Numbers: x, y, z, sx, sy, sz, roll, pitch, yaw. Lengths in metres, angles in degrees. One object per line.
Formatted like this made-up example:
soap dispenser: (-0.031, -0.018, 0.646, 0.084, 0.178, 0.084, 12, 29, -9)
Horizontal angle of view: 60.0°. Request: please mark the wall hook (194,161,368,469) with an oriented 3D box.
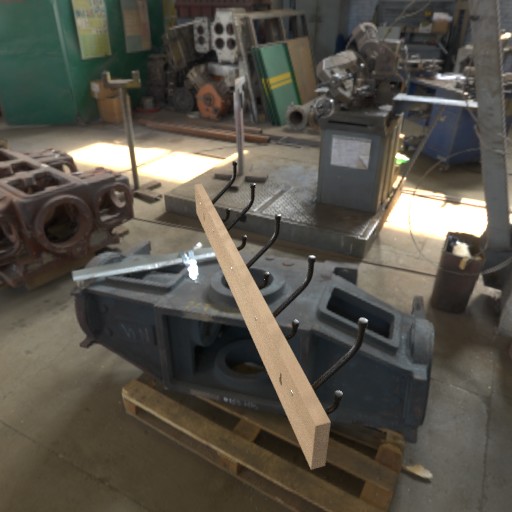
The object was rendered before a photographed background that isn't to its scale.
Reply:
wall hook: (0.000, 0.000, 0.616, 0.071, 0.117, 0.571, -9, 32, -15)
